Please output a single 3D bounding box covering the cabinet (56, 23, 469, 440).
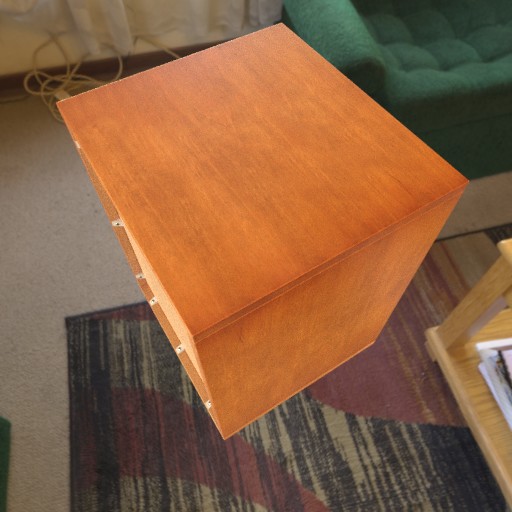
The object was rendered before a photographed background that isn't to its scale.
[{"bbox_3d":[0.000,0.000,0.823,0.401,0.579,0.409,-28,61,-17],"label":"cabinet"}]
